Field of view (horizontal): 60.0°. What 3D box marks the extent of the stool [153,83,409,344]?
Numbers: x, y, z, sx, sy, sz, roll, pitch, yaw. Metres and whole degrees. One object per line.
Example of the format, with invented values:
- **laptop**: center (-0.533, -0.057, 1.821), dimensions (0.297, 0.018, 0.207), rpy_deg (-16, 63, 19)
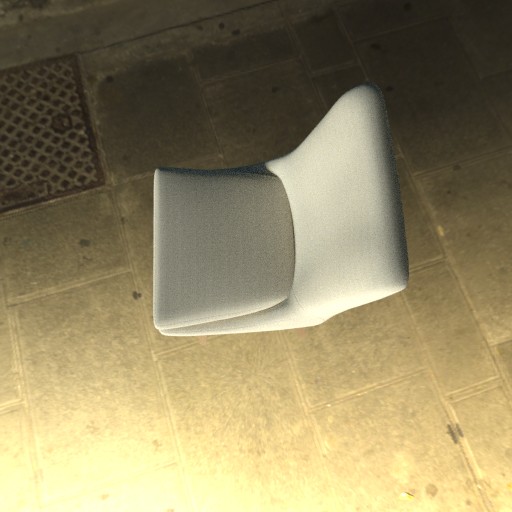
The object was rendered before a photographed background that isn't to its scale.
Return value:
- **stool**: center (0.000, 0.000, 1.368), dimensions (0.559, 1.093, 0.483), rpy_deg (-3, 75, -1)
